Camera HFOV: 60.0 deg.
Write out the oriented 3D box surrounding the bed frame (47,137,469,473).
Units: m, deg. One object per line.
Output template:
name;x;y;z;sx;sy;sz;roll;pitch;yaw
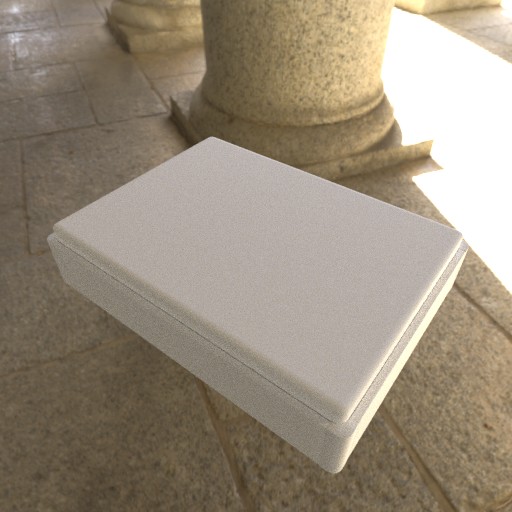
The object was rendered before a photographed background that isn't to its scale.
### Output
bed frame;0.000;0.000;2.520;1.900;0.406;1.400;27;49;27
